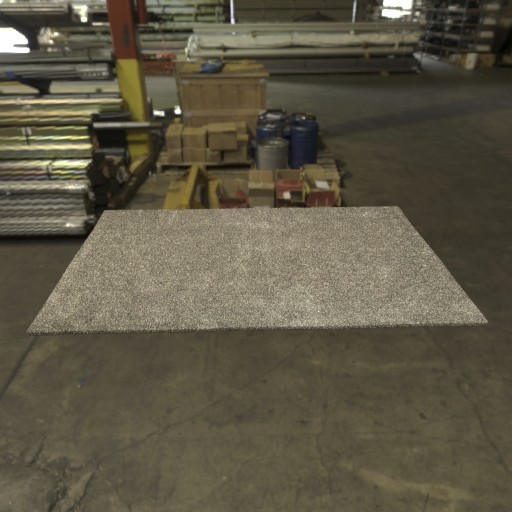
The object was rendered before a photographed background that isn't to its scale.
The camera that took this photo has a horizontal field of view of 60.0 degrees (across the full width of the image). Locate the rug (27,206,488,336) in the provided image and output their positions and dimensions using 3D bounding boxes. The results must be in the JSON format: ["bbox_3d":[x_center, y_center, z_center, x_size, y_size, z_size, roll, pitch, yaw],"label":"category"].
[{"bbox_3d":[0.000,0.000,2.896,2.350,0.025,1.502,-1,30,-2],"label":"rug"}]
